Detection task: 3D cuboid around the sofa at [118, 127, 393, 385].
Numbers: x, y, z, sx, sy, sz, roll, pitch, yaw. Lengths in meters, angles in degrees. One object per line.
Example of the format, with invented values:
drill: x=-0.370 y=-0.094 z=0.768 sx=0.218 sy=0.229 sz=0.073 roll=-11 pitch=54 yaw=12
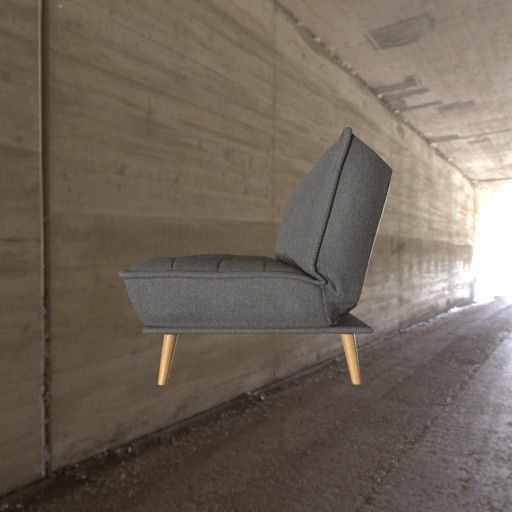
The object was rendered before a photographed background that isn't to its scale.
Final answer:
sofa: x=0.000 y=0.000 z=2.428 sx=0.950 sy=0.890 sz=1.940 roll=0 pitch=1 yaw=-1
